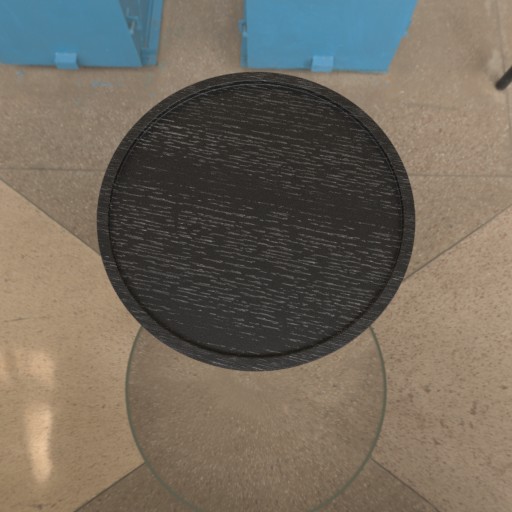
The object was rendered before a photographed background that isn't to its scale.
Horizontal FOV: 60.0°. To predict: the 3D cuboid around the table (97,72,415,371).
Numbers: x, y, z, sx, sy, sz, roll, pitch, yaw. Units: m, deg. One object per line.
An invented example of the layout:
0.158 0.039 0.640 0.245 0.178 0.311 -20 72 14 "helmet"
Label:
0.000 0.000 0.777 0.399 0.460 0.399 0 74 0 "table"
